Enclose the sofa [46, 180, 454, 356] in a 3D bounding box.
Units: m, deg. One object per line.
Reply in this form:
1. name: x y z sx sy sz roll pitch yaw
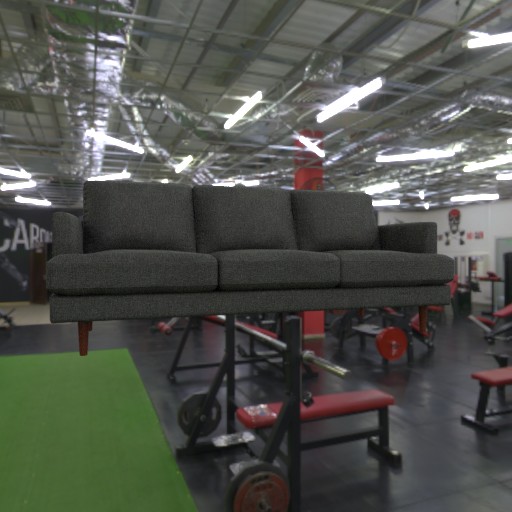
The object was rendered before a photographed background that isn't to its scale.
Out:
1. sofa: 0.000 0.000 2.711 2.246 0.930 0.903 0 0 -19
